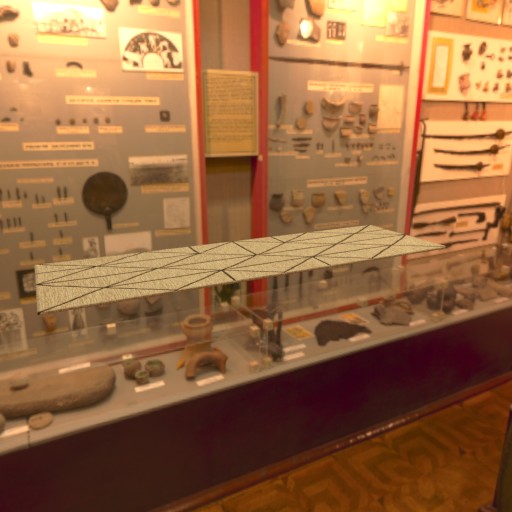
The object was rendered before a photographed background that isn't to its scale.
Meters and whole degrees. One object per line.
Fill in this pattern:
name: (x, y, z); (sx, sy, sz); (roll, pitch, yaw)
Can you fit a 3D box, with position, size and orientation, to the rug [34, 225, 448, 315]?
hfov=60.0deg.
rug: (0.000, 0.000, 2.717); (2.438, 0.012, 0.762); (-8, 18, -25)
